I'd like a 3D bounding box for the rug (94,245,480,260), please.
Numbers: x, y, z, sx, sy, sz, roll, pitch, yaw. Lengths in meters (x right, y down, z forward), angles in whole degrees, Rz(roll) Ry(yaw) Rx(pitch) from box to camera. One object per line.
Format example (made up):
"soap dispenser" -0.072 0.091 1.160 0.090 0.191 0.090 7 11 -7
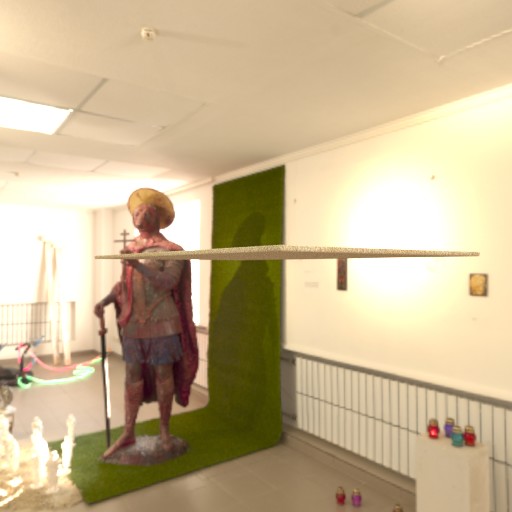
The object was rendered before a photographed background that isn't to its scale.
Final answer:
"rug" 0.000 0.000 3.071 1.500 0.025 2.346 1 -2 -36
